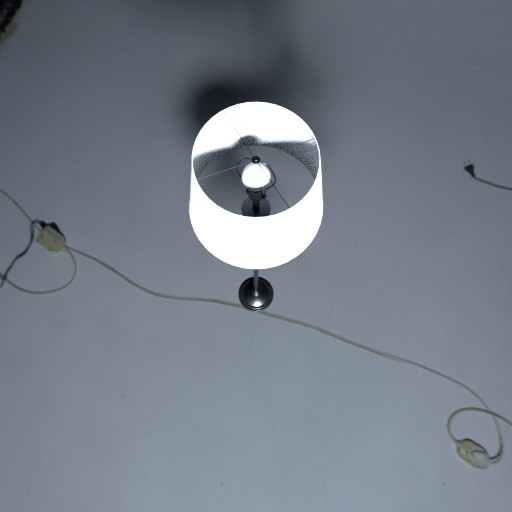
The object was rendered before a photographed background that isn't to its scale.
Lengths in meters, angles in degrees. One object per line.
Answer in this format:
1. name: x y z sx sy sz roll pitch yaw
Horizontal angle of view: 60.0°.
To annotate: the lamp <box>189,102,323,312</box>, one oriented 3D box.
1. lamp: 0.000 0.000 1.776 0.379 1.623 0.379 0 74 0
